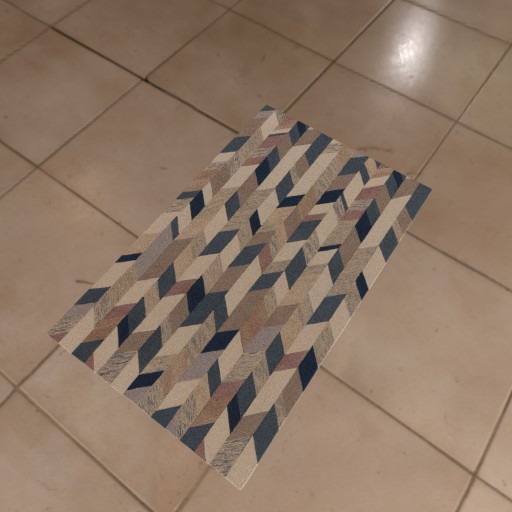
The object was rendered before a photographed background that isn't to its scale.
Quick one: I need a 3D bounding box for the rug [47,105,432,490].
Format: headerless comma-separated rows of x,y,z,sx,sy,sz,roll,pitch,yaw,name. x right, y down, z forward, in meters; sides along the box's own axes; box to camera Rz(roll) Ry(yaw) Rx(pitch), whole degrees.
0.000,0.000,3.041,1.513,0.008,2.423,32,67,15,rug
